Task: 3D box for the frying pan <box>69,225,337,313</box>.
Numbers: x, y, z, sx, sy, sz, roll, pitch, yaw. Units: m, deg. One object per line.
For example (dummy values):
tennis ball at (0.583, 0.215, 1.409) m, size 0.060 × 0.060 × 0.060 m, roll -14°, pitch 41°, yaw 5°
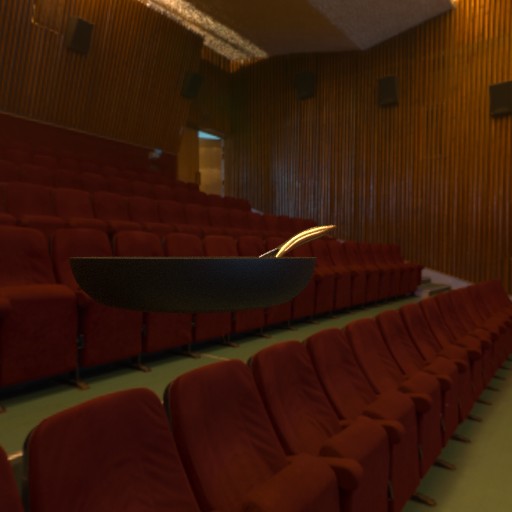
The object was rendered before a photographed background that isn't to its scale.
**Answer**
frying pan at (0.000, 0.000, 0.567) m, size 0.255 × 0.105 × 0.472 m, roll 0°, pitch 0°, yaw 36°
